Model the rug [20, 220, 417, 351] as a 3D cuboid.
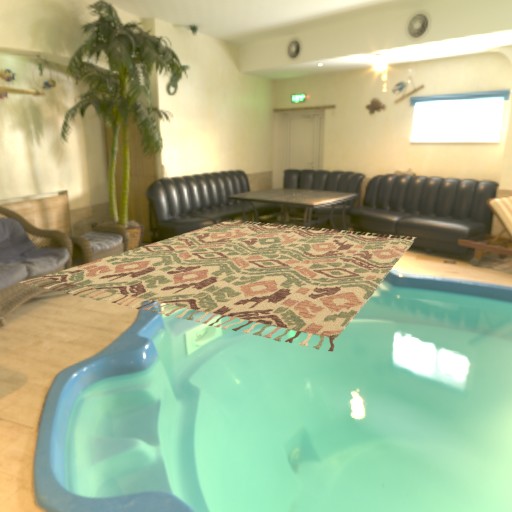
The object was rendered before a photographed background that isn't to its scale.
[{"bbox_3d":[0.000,0.000,4.071,2.438,0.010,3.048,8,17,27],"label":"rug"}]
